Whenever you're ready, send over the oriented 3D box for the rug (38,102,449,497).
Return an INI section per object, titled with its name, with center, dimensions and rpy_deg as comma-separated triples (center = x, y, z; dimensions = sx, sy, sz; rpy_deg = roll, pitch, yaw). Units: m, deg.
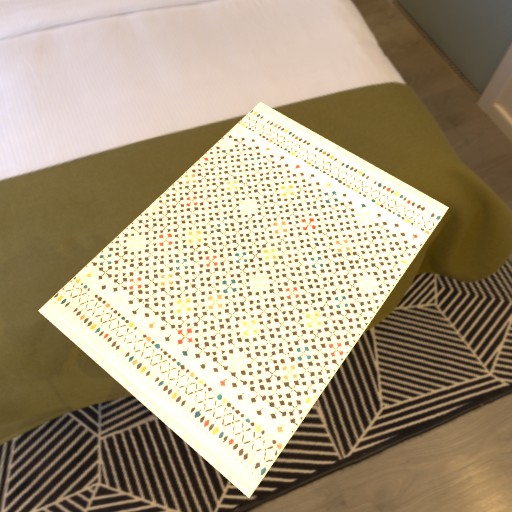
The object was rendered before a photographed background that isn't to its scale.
[rug]
center = 0.000, 0.000, 2.016
dimensions = 1.146, 0.006, 1.556
rpy_deg = 34, 67, 17
